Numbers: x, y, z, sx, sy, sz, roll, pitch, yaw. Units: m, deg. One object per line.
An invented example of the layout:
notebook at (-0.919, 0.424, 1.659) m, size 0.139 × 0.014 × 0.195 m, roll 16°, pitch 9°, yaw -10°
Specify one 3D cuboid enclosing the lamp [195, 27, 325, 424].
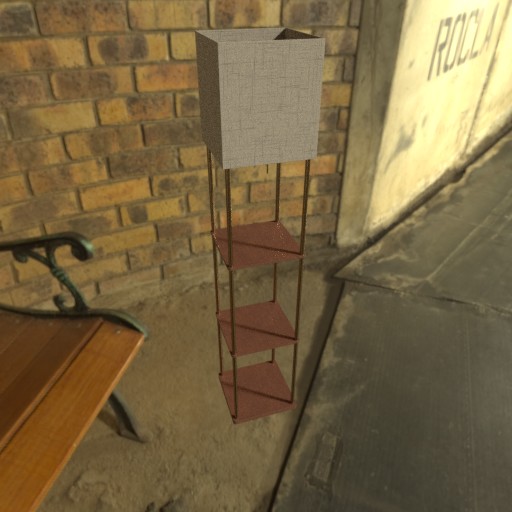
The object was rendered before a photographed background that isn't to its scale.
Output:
lamp at (0.000, 0.000, 1.744) m, size 0.310 × 1.569 × 0.308 m, roll -10°, pitch 34°, yaw -15°
